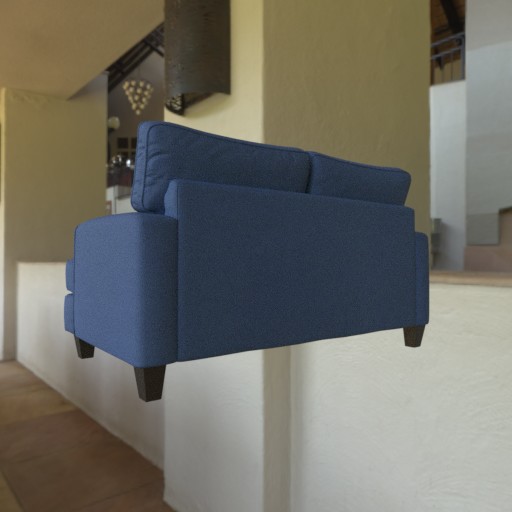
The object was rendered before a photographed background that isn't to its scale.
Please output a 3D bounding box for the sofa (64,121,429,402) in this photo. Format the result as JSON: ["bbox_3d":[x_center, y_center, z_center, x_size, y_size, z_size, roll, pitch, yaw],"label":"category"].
[{"bbox_3d":[0.000,0.000,2.252,1.651,0.965,0.965,0,-1,-37],"label":"sofa"}]
